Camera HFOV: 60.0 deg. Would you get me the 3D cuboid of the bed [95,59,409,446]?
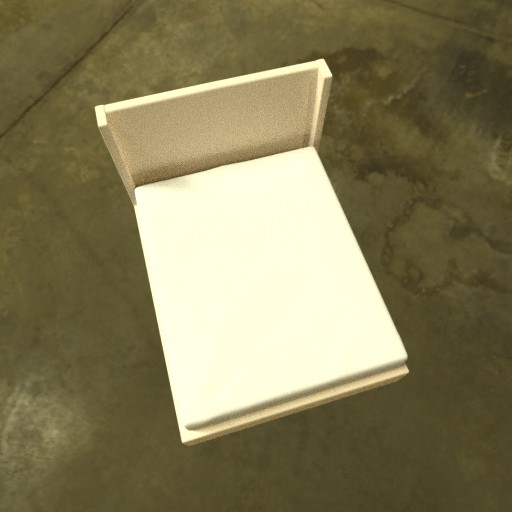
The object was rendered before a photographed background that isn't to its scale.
[{"bbox_3d":[0.000,0.000,3.474,1.765,1.471,2.280,-15,64,-7],"label":"bed"}]
